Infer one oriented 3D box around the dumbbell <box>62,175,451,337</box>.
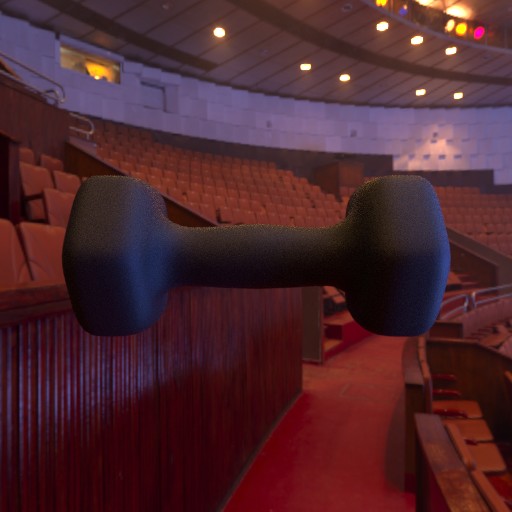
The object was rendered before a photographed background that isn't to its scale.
[{"bbox_3d":[0.000,0.000,0.294,0.231,0.101,0.112,0,0,1],"label":"dumbbell"}]
